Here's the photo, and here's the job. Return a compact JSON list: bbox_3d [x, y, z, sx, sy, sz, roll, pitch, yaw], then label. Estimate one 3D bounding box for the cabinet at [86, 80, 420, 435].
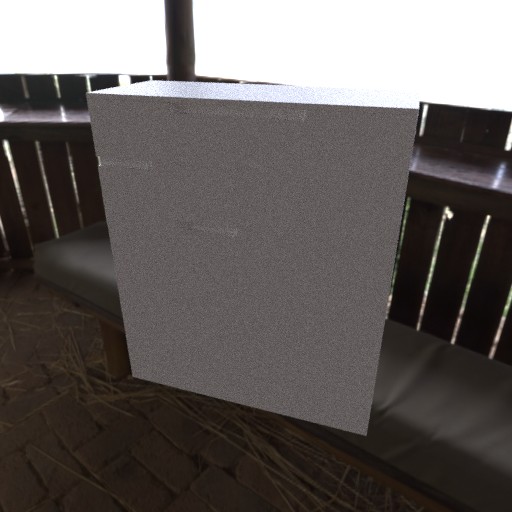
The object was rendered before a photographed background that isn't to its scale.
[{"bbox_3d":[0.000,0.000,1.699,1.000,1.190,0.400,9,28,16],"label":"cabinet"}]
